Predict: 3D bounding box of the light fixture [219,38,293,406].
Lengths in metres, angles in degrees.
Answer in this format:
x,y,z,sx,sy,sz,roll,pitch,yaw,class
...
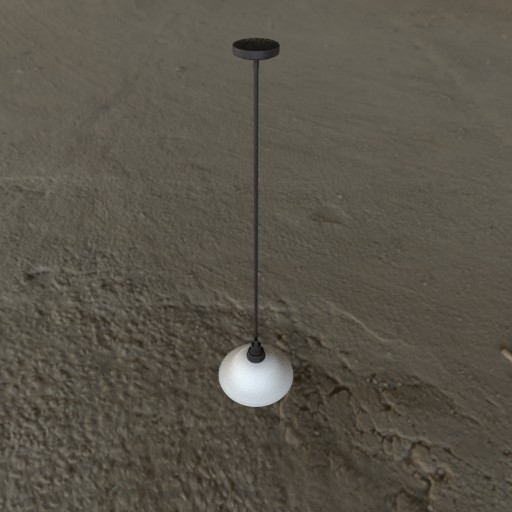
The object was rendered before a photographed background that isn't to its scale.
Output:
x,y,z,sx,sy,sz,roll,pitch,yaw,class
0.000,0.000,1.500,0.324,1.337,0.324,0,40,0,light fixture
